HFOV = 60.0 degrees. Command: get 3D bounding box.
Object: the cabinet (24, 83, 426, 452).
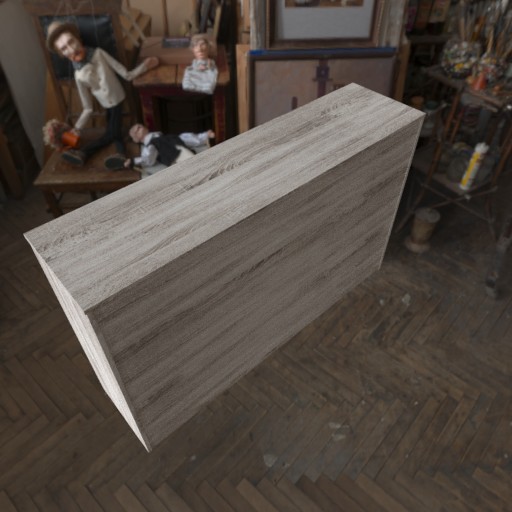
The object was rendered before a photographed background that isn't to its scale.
[{"bbox_3d":[0.000,0.000,1.821,1.450,0.900,0.380,-33,54,-28],"label":"cabinet"}]
